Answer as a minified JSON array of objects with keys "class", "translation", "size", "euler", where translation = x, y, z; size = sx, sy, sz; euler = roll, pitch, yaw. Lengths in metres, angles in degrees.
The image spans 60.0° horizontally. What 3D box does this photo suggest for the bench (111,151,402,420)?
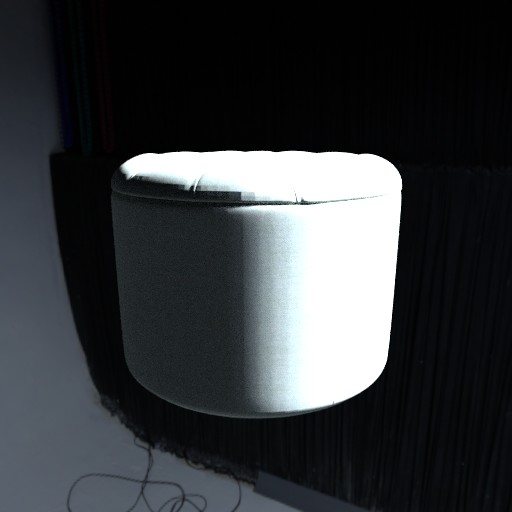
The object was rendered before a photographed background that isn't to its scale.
[{"class":"bench","translation":[0.000,0.000,0.996],"size":[0.600,0.453,0.600],"euler":[0,15,0]}]
